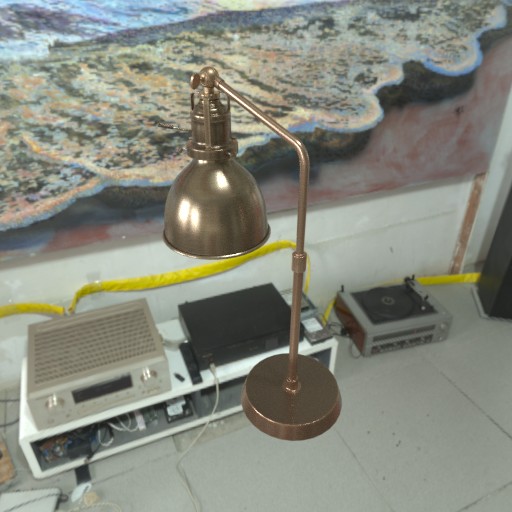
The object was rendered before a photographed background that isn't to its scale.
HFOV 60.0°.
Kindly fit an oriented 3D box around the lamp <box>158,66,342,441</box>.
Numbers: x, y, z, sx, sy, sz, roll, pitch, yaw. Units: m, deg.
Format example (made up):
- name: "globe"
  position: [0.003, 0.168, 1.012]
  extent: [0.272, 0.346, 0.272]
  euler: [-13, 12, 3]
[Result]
- name: "lamp"
  position: [0.000, 0.000, 0.589]
  extent: [0.286, 0.456, 0.153]
  euler: [21, 38, 30]
